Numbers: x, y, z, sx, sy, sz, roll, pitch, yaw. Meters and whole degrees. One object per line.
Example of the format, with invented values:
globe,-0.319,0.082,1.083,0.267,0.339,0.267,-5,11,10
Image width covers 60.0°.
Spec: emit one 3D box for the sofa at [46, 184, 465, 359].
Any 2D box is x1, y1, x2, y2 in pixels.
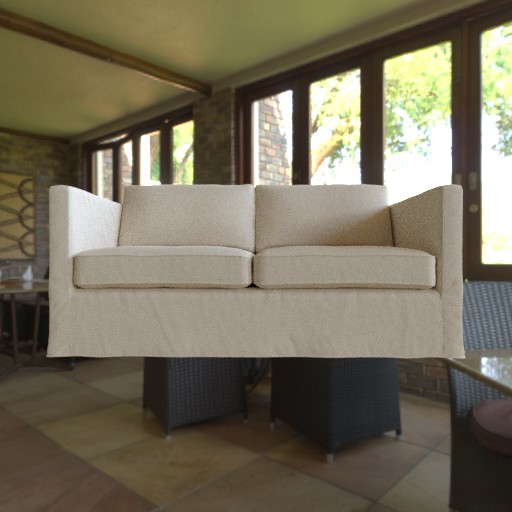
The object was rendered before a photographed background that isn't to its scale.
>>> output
sofa,0.000,0.000,2.286,1.746,0.834,0.962,0,0,1
